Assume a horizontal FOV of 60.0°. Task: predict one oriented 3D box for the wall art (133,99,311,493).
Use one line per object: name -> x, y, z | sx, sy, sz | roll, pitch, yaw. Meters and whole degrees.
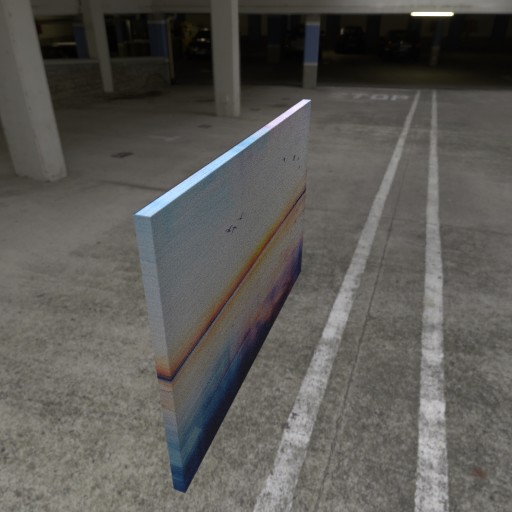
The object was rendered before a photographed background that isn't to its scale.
wall art -> 0.000, 0.000, 0.741 | 0.018, 0.402, 0.604 | 10, 31, 17
